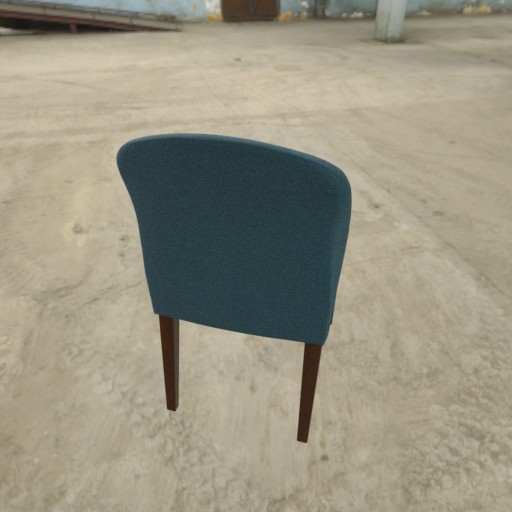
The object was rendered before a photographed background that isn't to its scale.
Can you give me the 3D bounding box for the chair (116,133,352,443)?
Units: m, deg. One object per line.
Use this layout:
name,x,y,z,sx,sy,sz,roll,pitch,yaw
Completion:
chair,0.000,0.000,1.268,0.507,0.879,0.620,8,34,13
